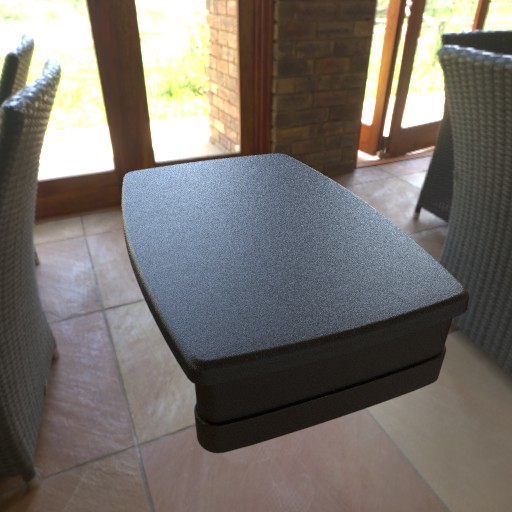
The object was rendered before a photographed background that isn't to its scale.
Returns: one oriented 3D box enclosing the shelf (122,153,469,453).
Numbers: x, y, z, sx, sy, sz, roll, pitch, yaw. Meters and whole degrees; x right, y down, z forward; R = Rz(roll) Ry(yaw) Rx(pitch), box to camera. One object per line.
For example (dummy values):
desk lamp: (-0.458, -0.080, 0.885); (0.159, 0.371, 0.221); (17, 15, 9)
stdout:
shelf: (0.000, 0.000, 0.513); (0.280, 0.100, 0.410); (-11, 33, -18)
